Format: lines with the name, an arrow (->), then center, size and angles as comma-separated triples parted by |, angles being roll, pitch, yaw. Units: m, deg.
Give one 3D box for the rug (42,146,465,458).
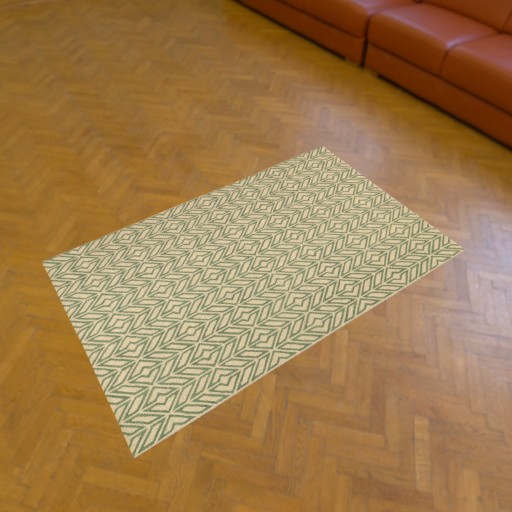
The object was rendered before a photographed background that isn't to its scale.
rug -> 0.000, 0.000, 3.000 | 2.435, 0.011, 1.517 | -27, 53, -22
